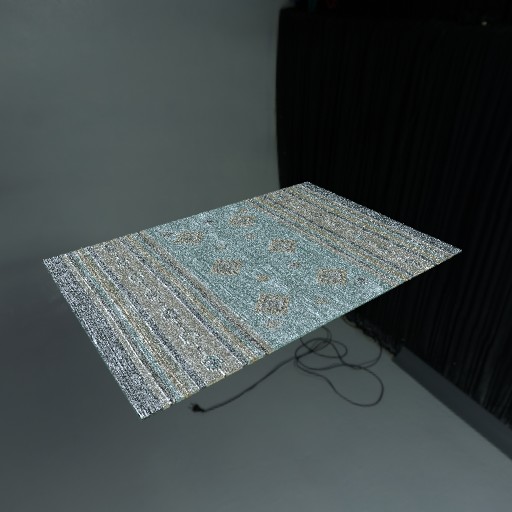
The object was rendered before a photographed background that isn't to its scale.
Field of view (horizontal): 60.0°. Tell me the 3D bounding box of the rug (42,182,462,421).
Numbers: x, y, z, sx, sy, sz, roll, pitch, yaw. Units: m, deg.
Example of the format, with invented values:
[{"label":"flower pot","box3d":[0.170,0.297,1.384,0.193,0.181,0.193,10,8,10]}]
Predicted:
[{"label":"rug","box3d":[0.000,0.000,2.301,1.811,0.010,1.212,-21,37,-31]}]
